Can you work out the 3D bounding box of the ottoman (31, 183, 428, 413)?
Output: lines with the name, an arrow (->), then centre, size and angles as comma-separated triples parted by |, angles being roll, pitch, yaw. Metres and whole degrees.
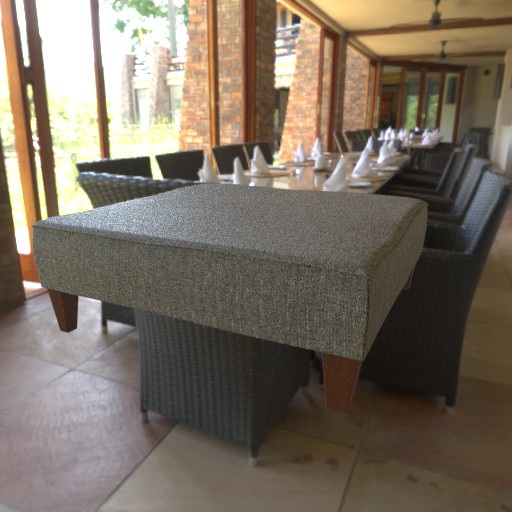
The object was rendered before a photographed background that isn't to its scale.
ottoman -> 0.000, 0.000, 1.532 | 1.016, 0.379, 0.981 | 8, 18, 26
